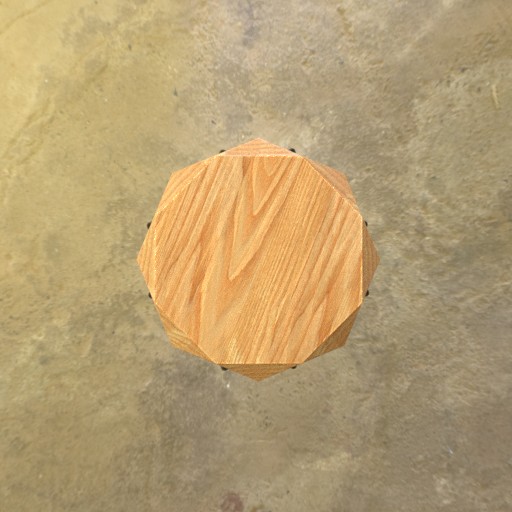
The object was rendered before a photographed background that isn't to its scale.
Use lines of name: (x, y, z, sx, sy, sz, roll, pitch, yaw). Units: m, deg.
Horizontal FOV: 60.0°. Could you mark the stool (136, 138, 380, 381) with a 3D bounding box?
stool: (0.000, 0.000, 0.803, 0.326, 0.610, 0.326, 0, 90, -1)
